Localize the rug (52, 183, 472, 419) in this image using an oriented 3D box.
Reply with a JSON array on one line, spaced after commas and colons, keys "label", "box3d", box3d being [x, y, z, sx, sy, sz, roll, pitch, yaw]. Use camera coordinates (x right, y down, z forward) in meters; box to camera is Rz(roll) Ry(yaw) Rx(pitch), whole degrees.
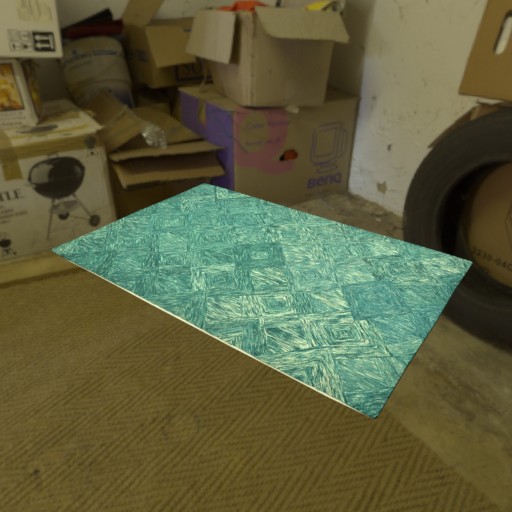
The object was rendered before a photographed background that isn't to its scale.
[{"label": "rug", "box3d": [0.000, 0.000, 2.158, 1.728, 0.017, 1.136, 21, 36, 31]}]
